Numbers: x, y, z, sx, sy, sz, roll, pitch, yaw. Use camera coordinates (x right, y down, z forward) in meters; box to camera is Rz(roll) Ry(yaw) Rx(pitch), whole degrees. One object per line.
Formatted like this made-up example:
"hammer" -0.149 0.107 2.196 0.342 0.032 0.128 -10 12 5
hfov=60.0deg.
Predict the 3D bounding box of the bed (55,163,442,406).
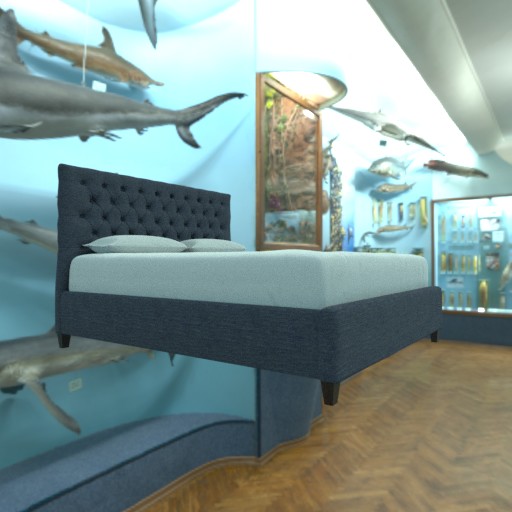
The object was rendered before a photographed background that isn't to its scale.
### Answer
"bed" 0.000 0.000 3.576 2.387 1.427 2.078 0 0 36
